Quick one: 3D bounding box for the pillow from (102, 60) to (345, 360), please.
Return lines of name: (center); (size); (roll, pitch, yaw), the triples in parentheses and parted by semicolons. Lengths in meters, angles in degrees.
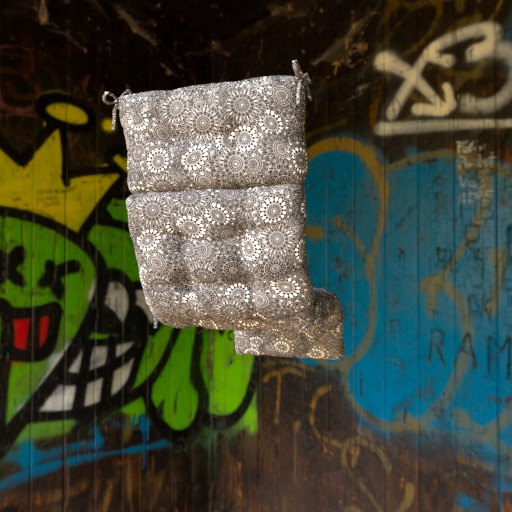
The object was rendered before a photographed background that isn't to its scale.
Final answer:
pillow: (0.000, 0.000, 1.504); (0.526, 0.863, 1.016); (0, -1, 17)
